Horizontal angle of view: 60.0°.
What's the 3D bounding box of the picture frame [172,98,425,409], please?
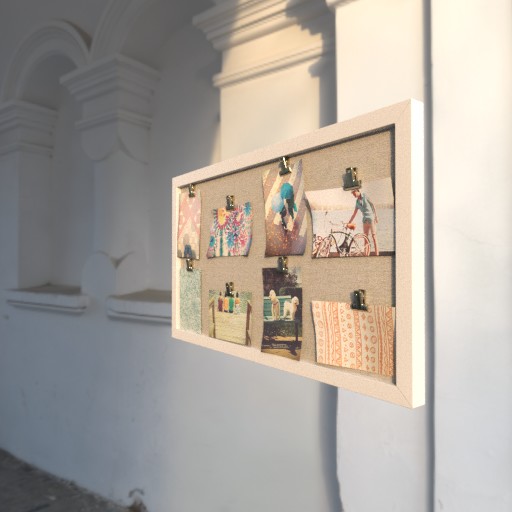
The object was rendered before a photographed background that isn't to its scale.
[{"bbox_3d":[0.000,0.000,0.800,0.044,0.379,0.647,1,-1,-37],"label":"picture frame"}]
